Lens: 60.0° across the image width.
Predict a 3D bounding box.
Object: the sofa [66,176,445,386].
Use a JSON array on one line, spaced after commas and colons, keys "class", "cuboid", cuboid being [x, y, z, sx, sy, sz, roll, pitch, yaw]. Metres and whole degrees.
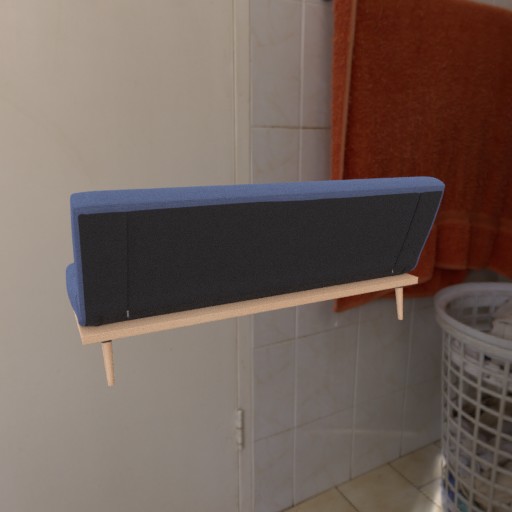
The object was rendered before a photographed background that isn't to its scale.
[{"class": "sofa", "cuboid": [0.000, 0.000, 2.290, 1.800, 0.800, 0.796, -7, 16, -26]}]
